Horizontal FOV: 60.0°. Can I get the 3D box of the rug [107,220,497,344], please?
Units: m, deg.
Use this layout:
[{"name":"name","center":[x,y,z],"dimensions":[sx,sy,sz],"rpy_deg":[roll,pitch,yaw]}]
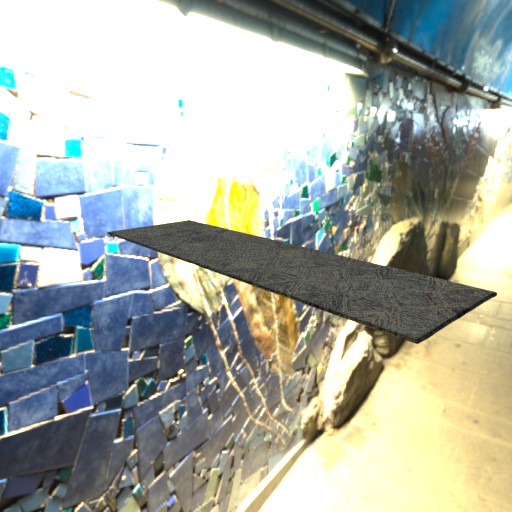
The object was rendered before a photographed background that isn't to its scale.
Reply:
[{"name":"rug","center":[0.000,0.000,2.469],"dimensions":[0.688,0.015,2.292],"rpy_deg":[-14,20,-41]}]
